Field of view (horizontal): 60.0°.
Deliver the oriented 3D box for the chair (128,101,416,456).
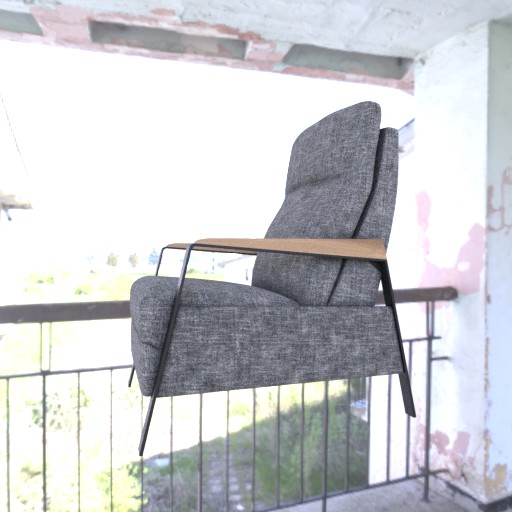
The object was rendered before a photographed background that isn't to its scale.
[{"bbox_3d":[0.000,0.000,1.608,0.868,1.042,0.671,0,0,-19],"label":"chair"}]
